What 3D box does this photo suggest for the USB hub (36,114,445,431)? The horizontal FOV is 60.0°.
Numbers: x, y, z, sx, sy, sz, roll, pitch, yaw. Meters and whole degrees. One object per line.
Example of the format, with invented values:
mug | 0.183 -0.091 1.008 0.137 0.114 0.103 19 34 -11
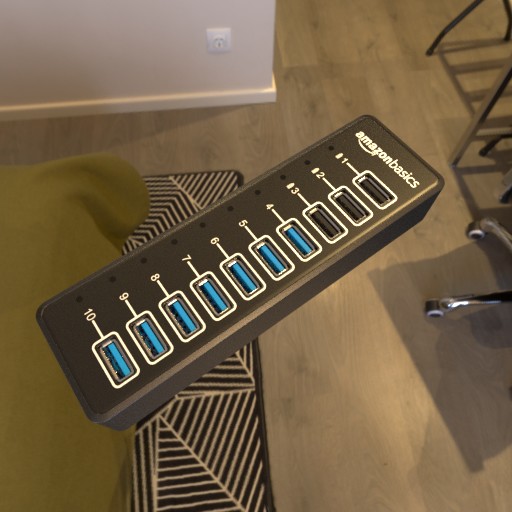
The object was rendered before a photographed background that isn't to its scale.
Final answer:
USB hub | 0.000 0.000 0.161 0.145 0.023 0.044 -33 68 -15
